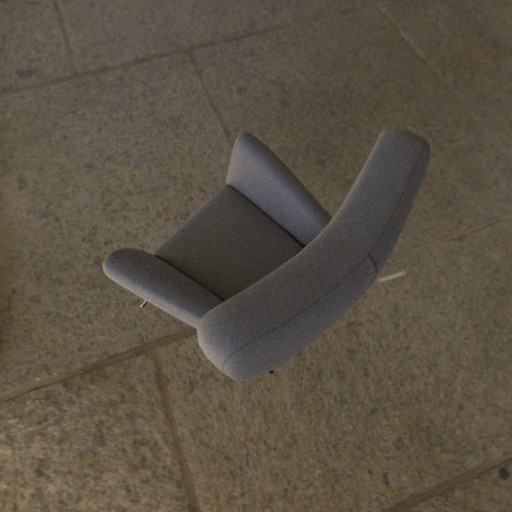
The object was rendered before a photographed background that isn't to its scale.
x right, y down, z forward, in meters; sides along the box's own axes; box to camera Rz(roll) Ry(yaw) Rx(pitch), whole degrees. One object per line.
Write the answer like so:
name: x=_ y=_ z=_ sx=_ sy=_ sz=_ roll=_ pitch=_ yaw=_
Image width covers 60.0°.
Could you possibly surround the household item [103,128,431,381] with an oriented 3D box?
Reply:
household item: x=0.000 y=0.000 z=1.785 sx=0.900 sy=1.050 sz=0.980 roll=36 pitch=68 yaw=17
